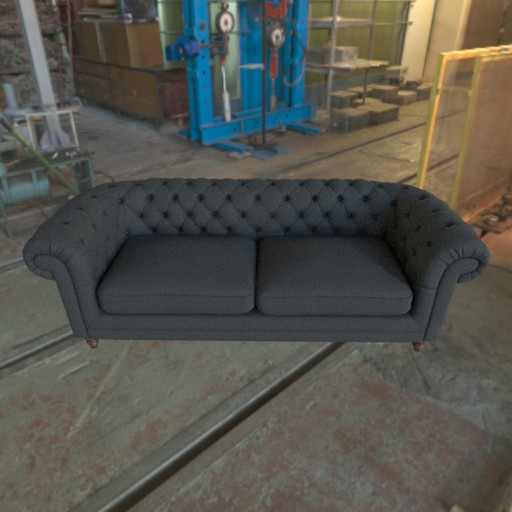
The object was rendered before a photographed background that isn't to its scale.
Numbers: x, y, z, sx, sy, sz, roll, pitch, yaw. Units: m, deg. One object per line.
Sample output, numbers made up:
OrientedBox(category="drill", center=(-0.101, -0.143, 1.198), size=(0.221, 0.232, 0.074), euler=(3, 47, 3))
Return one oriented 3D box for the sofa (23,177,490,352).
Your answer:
OrientedBox(category="sofa", center=(0.000, 0.000, 2.741), size=(2.362, 0.762, 0.991), euler=(0, 30, 1))
